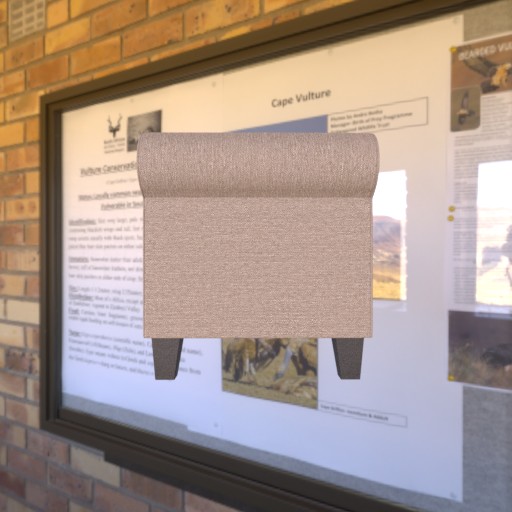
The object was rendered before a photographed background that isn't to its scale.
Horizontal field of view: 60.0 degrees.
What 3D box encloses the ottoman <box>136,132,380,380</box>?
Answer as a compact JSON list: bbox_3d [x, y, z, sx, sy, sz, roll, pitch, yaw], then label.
[{"bbox_3d":[0.000,0.000,1.540,0.521,0.547,1.256,0,0,0],"label":"ottoman"}]
